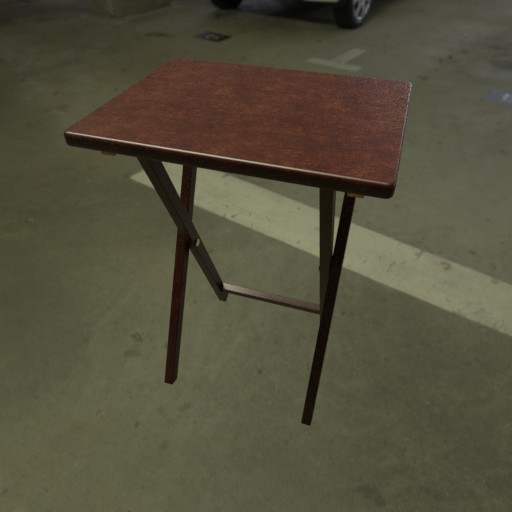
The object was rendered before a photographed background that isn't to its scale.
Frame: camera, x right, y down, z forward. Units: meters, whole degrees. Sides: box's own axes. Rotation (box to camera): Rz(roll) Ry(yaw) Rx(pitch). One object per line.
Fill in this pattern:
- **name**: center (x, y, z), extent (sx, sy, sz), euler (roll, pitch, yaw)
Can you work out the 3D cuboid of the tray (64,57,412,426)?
- **tray**: center (0.000, 0.000, 0.947), extent (0.483, 0.660, 0.381), euler (12, 42, 14)
